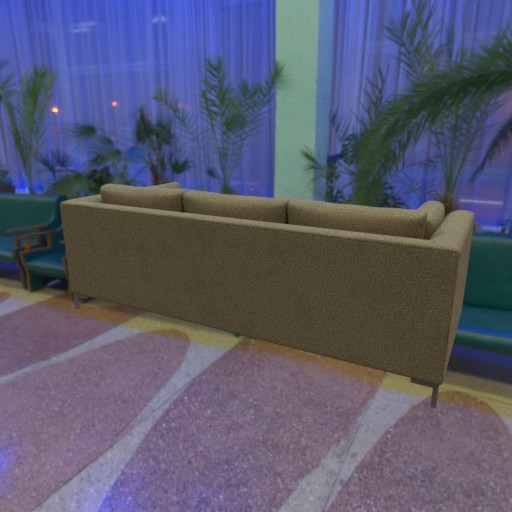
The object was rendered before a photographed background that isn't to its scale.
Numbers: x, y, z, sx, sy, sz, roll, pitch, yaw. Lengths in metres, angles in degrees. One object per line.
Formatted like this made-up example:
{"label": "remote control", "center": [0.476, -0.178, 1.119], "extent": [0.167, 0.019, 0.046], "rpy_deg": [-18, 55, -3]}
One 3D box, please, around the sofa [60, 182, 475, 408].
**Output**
{"label": "sofa", "center": [0.000, 0.000, 2.841], "extent": [2.415, 0.867, 0.969], "rpy_deg": [9, 19, 27]}
